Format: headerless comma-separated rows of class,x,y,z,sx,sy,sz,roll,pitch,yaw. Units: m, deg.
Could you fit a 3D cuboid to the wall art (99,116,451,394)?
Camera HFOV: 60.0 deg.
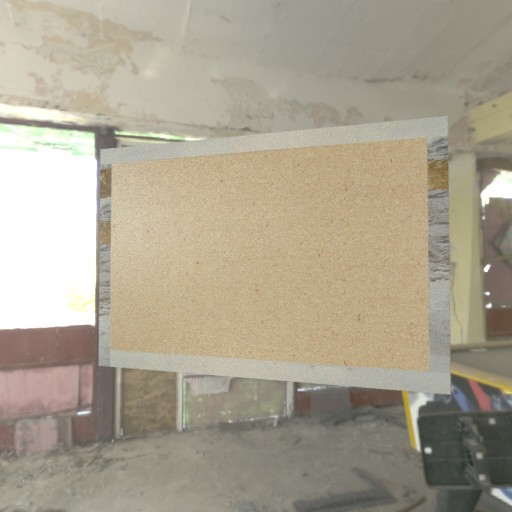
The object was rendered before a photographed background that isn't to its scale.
wall art,0.000,0.000,0.758,0.606,0.407,0.041,0,-1,18
